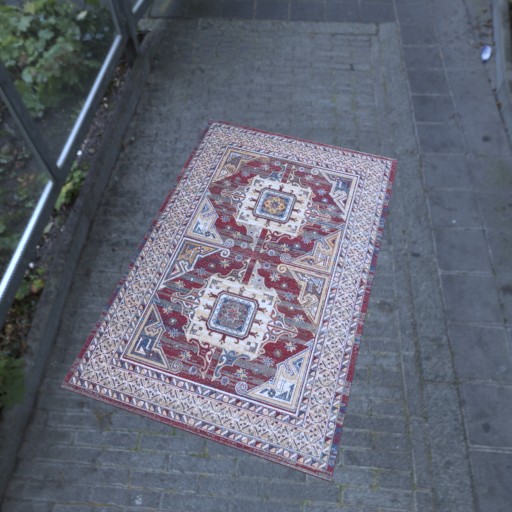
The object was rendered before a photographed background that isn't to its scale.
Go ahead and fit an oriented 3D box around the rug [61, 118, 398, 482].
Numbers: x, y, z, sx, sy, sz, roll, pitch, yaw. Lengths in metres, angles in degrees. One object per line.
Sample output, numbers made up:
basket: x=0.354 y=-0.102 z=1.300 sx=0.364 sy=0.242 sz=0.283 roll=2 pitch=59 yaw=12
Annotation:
rug: x=0.000 y=0.000 z=5.785 sx=3.033 sy=0.033 sz=4.578 roll=15 pitch=59 yaw=10
